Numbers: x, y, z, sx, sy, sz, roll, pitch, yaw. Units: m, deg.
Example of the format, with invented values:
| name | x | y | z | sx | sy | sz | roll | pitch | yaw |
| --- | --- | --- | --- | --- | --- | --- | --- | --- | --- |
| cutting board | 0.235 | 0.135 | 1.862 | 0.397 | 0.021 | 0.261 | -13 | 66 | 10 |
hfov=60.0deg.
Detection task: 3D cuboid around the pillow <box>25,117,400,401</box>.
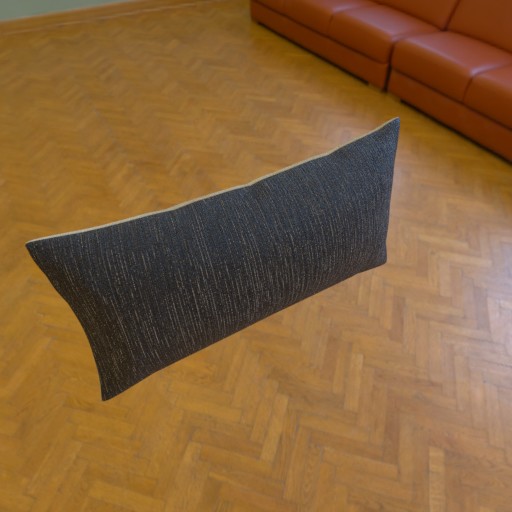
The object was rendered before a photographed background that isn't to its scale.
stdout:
| name | x | y | z | sx | sy | sz | roll | pitch | yaw |
| --- | --- | --- | --- | --- | --- | --- | --- | --- | --- |
| pillow | 0.000 | 0.000 | 0.728 | 0.608 | 0.305 | 0.156 | -23 | 49 | -21 |
